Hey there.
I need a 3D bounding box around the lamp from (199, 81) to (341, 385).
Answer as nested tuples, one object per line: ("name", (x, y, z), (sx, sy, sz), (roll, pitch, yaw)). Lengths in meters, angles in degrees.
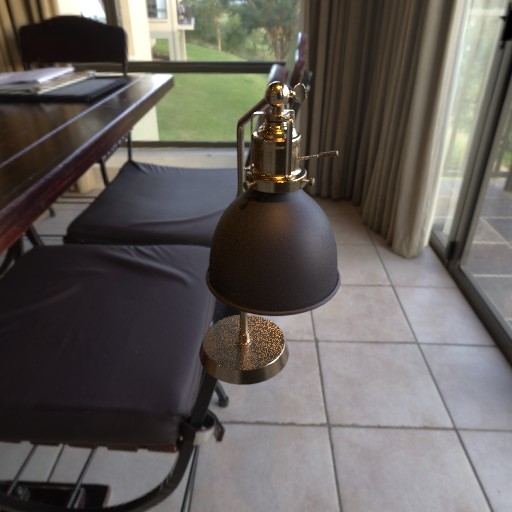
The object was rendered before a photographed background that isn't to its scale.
("lamp", (0.000, 0.000, 0.588), (0.160, 0.456, 0.291), (-9, 32, -15))
